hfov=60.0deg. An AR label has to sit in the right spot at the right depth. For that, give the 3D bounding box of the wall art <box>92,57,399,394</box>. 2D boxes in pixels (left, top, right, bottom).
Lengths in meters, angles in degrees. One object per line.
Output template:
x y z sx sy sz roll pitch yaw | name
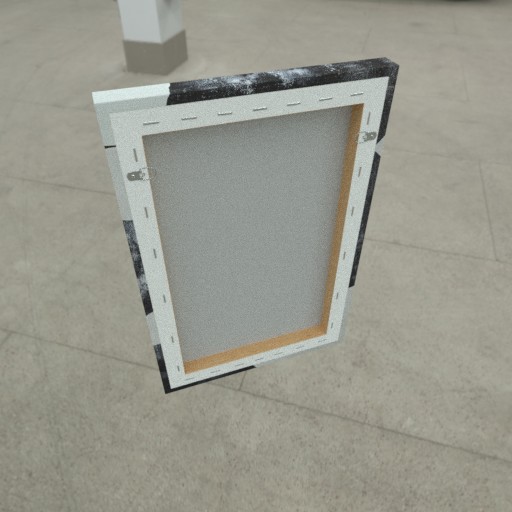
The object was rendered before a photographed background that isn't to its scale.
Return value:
0.000 0.000 0.772 0.407 0.610 0.039 -13 43 -14 | wall art
